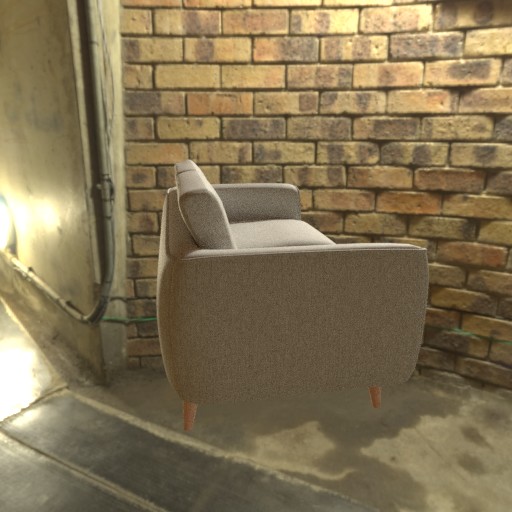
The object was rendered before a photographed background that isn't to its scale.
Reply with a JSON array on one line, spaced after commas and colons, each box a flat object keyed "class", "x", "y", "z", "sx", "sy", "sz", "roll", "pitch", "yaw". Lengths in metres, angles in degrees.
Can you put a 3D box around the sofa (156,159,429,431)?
[{"class": "sofa", "x": 0.000, "y": 0.000, "z": 2.179, "sx": 0.920, "sy": 0.850, "sz": 1.700, "roll": -3, "pitch": 17, "yaw": -10}]
